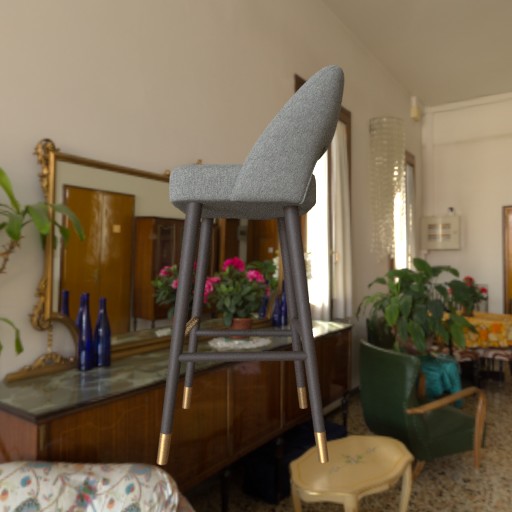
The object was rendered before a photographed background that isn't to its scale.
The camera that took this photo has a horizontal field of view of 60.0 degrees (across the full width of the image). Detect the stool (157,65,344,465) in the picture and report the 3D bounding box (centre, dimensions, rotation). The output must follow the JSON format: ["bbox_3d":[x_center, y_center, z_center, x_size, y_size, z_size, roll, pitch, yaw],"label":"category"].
[{"bbox_3d":[0.000,0.000,1.390,0.524,1.089,0.536,0,-1,-1],"label":"stool"}]
